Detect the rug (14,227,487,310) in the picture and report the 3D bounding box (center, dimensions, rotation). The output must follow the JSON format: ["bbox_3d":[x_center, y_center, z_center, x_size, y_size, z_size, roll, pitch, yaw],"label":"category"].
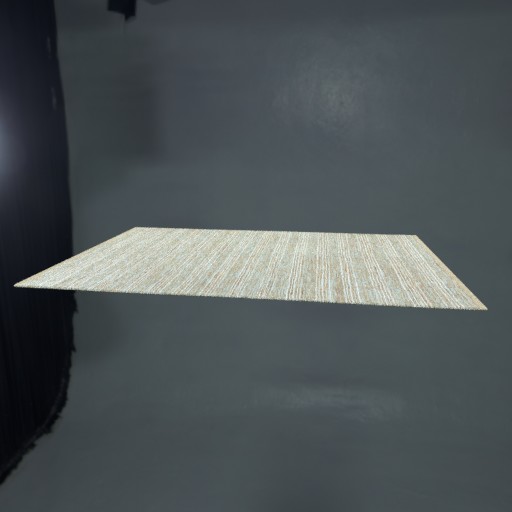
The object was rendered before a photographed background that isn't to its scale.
[{"bbox_3d":[0.000,0.000,2.273,1.824,0.010,1.240,2,15,8],"label":"rug"}]
